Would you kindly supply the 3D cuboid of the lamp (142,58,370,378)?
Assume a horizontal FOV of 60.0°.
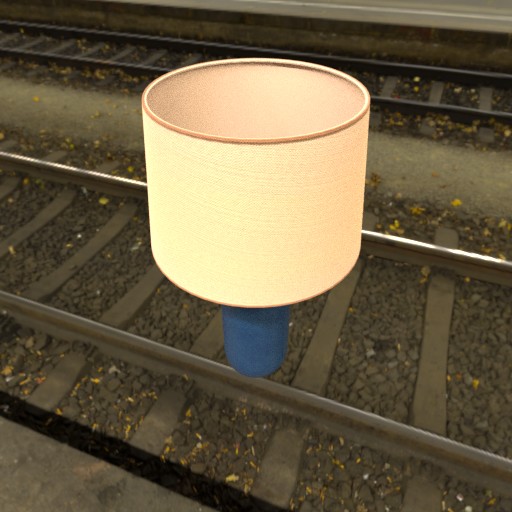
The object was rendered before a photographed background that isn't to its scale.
[{"bbox_3d":[0.000,0.000,0.825,0.367,0.609,0.367,0,40,0],"label":"lamp"}]
